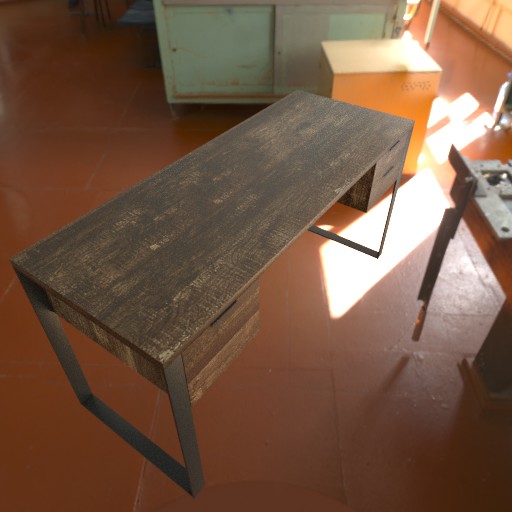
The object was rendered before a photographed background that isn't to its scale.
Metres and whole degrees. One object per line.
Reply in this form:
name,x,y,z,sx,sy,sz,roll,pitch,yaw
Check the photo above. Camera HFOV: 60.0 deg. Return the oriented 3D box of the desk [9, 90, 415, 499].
desk,0.000,0.000,1.818,0.599,0.762,1.524,25,47,26
